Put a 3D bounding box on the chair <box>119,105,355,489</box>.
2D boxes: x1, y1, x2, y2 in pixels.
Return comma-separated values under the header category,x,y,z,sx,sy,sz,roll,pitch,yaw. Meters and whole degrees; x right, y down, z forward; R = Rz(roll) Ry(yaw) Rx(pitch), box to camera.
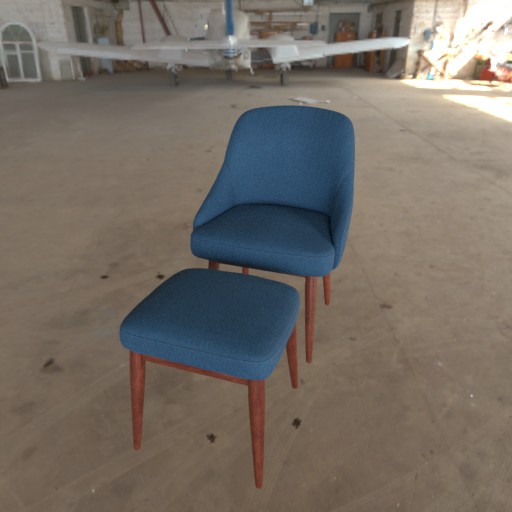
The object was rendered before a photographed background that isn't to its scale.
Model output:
category,x,y,z,sx,sy,sz,roll,pitch,yaw
chair,0.000,0.000,1.566,0.584,0.866,1.114,9,28,17
